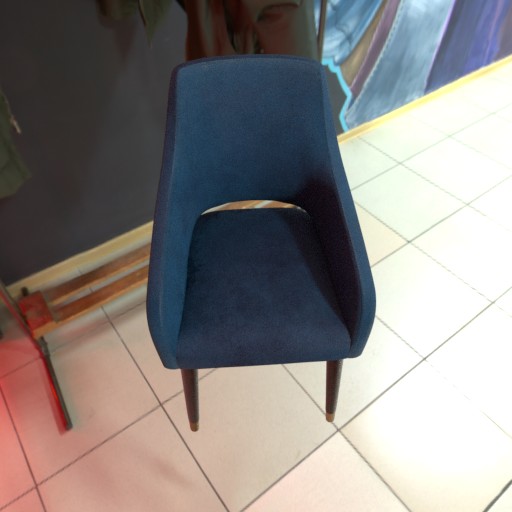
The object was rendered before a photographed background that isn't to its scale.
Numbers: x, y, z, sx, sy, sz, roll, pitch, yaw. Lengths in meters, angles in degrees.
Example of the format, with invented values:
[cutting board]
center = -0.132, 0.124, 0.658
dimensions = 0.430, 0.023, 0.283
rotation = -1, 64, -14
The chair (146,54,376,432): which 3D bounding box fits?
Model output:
[chair]
center = 0.000, 0.000, 1.565
dimensions = 0.683, 1.081, 0.794
rotation = -3, 48, -3
